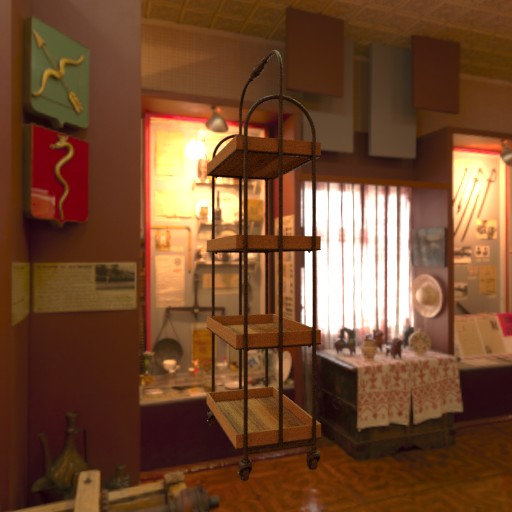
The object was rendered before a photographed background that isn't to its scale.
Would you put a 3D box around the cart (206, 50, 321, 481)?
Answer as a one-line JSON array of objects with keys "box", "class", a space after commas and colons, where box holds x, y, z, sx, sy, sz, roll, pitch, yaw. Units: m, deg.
[{"box": [0.000, 0.000, 1.743, 0.308, 1.481, 0.581, 0, 0, -18], "class": "cart"}]
